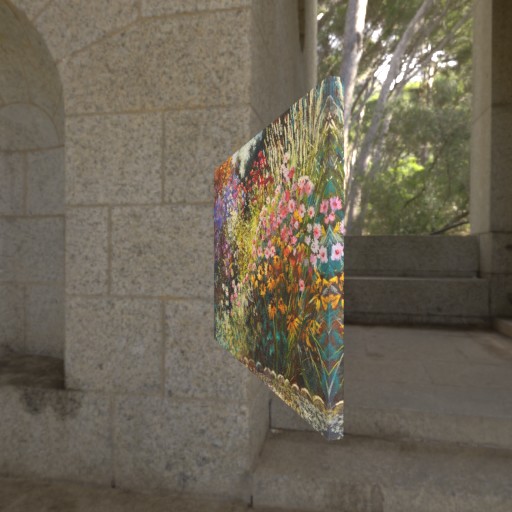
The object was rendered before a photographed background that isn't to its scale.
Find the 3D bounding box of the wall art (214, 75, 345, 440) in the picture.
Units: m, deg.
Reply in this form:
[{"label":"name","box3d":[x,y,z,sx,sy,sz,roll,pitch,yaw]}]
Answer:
[{"label":"wall art","box3d":[0.000,0.000,1.469,0.042,0.760,1.136,0,1,-17]}]
